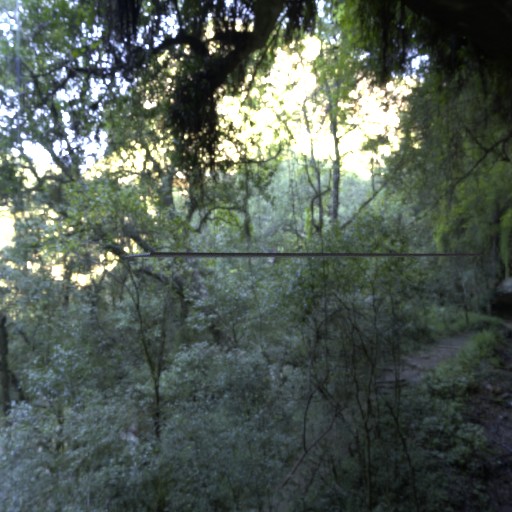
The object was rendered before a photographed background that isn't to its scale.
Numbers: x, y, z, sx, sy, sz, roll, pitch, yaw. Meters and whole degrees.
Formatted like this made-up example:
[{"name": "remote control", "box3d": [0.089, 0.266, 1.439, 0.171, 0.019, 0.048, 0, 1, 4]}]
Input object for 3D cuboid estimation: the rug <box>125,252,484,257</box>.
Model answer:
[{"name": "rug", "box3d": [0.000, 0.000, 2.980, 1.600, 0.013, 2.260, 0, 0, -19]}]
